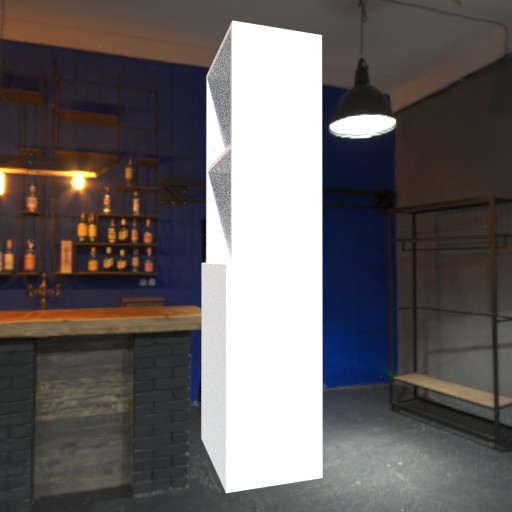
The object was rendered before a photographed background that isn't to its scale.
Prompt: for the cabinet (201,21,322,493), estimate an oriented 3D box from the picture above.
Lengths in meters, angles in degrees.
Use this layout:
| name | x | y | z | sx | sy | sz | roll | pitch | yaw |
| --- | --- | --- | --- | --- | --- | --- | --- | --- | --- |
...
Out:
| name | x | y | z | sx | sy | sz | roll | pitch | yaw |
| --- | --- | --- | --- | --- | --- | --- | --- | --- | --- |
| cabinet | 0.000 | 0.000 | 1.499 | 0.300 | 1.350 | 0.400 | 0 | -1 | -17 |
